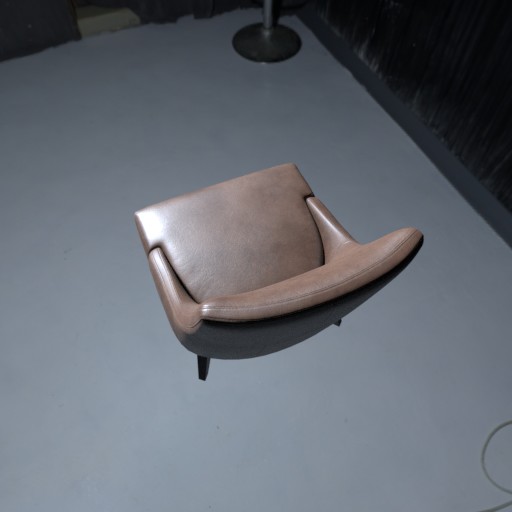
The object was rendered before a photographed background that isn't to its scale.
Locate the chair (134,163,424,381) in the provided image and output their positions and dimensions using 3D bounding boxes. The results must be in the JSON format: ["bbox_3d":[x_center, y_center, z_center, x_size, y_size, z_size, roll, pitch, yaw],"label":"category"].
[{"bbox_3d":[0.000,0.000,1.508,0.701,0.909,0.861,-19,60,-12],"label":"chair"}]
